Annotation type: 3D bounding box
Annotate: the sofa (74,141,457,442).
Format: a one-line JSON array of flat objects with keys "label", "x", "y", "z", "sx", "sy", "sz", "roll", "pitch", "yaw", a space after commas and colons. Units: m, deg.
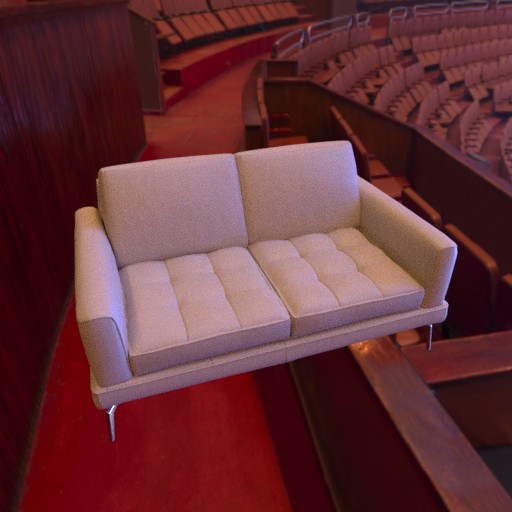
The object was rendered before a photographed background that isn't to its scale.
[{"label": "sofa", "x": 0.000, "y": 0.000, "z": 2.401, "sx": 1.819, "sy": 0.930, "sz": 1.121, "roll": -10, "pitch": 33, "yaw": -16}]
